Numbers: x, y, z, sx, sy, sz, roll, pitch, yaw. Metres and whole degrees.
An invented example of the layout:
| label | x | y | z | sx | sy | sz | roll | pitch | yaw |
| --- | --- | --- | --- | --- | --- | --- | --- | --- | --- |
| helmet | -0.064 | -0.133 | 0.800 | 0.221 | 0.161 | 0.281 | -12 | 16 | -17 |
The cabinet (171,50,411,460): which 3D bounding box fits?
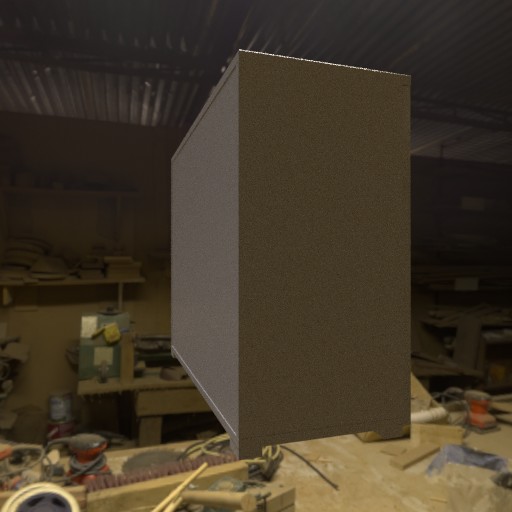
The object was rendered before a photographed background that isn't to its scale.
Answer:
| label | x | y | z | sx | sy | sz | roll | pitch | yaw |
| --- | --- | --- | --- | --- | --- | --- | --- | --- | --- |
| cabinet | 0.000 | 0.000 | 1.399 | 0.400 | 0.800 | 1.000 | 0 | 0 | -18 |
